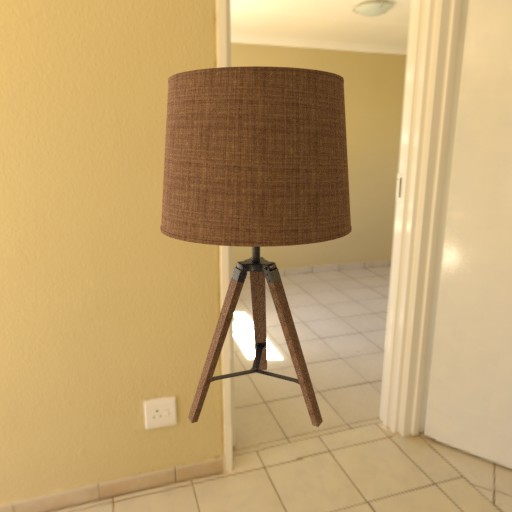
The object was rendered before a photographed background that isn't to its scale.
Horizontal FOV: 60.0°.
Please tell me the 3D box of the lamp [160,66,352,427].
[{"bbox_3d":[0.000,0.000,0.696,0.290,0.514,0.290,0,14,0],"label":"lamp"}]
